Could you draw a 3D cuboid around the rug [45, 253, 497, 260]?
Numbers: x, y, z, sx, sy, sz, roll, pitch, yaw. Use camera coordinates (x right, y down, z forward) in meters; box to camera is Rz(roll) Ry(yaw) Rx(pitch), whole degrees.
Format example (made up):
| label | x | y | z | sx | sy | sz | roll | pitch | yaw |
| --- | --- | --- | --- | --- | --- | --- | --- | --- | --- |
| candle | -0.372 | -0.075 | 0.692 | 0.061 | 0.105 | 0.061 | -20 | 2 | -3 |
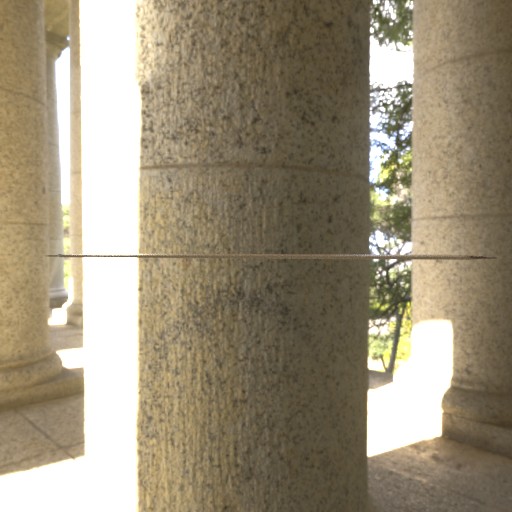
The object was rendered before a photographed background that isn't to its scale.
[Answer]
| label | x | y | z | sx | sy | sz | roll | pitch | yaw |
| --- | --- | --- | --- | --- | --- | --- | --- | --- | --- |
| rug | 0.000 | 0.000 | 2.648 | 2.438 | 0.021 | 0.729 | 0 | 1 | 16 |
